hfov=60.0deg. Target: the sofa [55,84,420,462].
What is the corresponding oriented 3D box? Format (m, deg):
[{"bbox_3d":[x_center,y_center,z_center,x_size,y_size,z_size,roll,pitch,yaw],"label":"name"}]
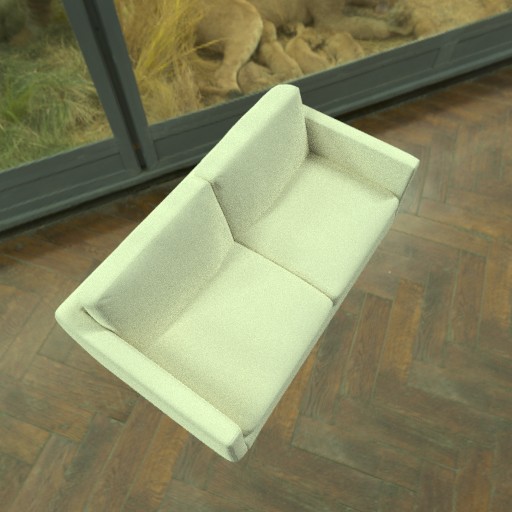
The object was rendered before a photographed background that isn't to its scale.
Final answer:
[{"bbox_3d":[0.000,0.000,2.279,0.964,0.888,1.702,31,65,16],"label":"sofa"}]
